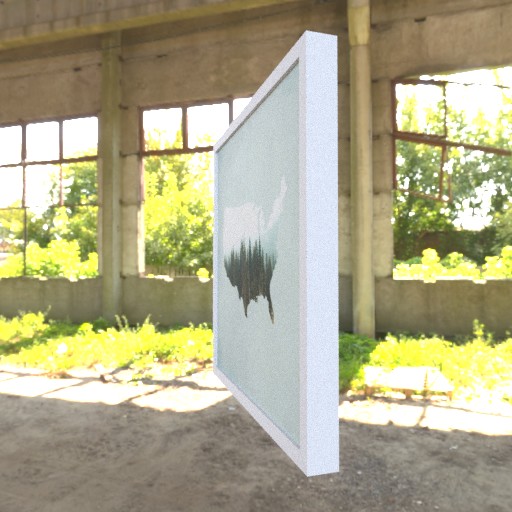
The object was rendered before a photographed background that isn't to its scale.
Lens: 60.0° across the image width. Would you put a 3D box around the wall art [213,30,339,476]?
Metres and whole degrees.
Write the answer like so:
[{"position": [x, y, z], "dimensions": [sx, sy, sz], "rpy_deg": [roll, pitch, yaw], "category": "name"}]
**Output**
[{"position": [0.000, 0.000, 0.451], "dimensions": [0.024, 0.304, 0.304], "rpy_deg": [0, -1, -18], "category": "wall art"}]
